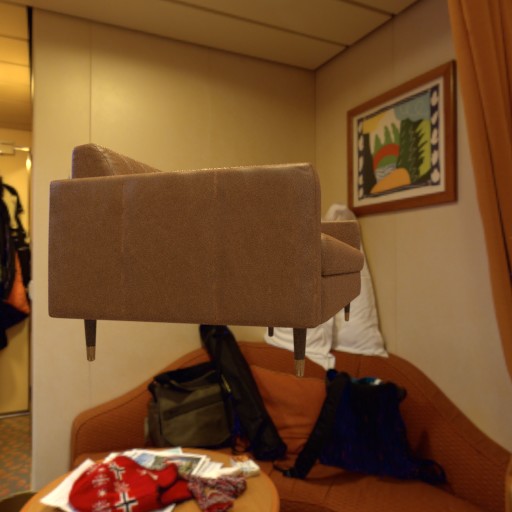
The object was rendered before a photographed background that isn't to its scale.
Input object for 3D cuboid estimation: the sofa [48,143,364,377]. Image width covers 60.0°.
[{"bbox_3d":[0.000,0.000,2.283,0.993,0.821,1.847,0,-1,17],"label":"sofa"}]
